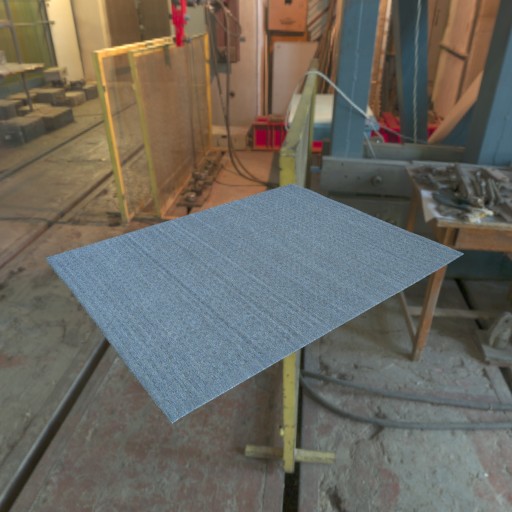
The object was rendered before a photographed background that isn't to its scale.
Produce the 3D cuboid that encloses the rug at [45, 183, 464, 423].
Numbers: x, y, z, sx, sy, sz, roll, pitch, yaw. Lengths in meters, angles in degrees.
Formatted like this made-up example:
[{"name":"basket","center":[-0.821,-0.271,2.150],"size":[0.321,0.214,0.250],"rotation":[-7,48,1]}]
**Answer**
[{"name":"rug","center":[0.000,0.000,4.251],"size":[3.200,0.007,2.443],"rotation":[-22,36,-33]}]
